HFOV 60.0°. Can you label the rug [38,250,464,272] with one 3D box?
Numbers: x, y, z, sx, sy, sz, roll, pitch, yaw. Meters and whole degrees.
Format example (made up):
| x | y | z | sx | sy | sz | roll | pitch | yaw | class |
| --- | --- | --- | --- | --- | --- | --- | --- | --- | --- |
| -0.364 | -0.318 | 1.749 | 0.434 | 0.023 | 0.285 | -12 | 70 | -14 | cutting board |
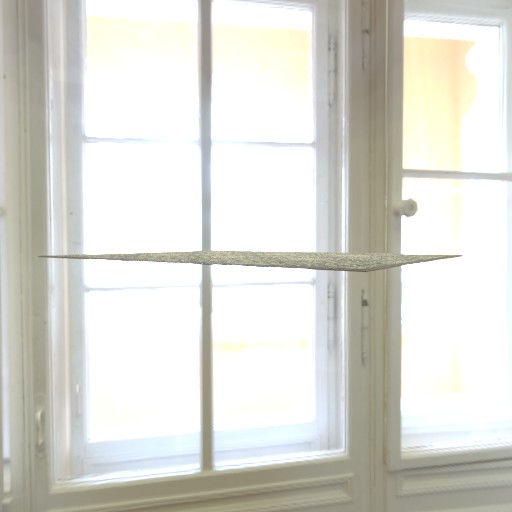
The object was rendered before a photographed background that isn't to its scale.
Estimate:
| x | y | z | sx | sy | sz | roll | pitch | yaw | class |
| --- | --- | --- | --- | --- | --- | --- | --- | --- | --- |
| 0.000 | 0.000 | 3.952 | 2.980 | 0.012 | 2.363 | 2 | 3 | 35 | rug |
